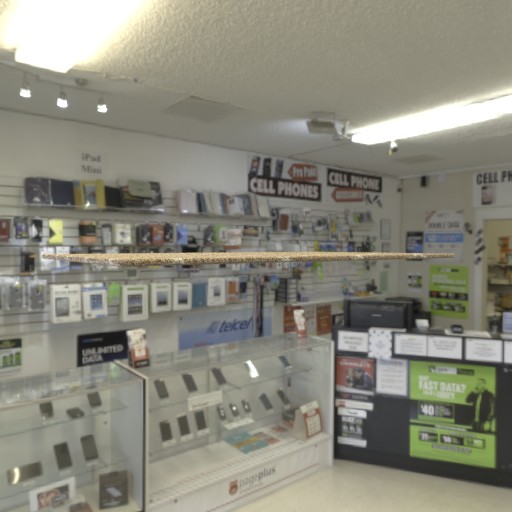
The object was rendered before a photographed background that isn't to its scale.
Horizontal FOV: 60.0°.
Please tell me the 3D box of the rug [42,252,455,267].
[{"bbox_3d":[0.000,0.000,3.064,2.438,0.030,1.524,-1,1,-36],"label":"rug"}]
